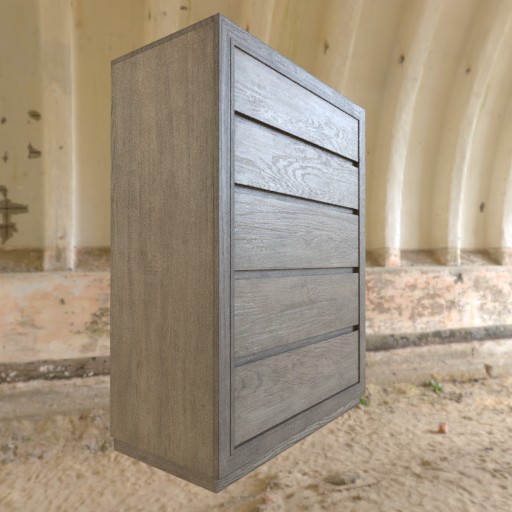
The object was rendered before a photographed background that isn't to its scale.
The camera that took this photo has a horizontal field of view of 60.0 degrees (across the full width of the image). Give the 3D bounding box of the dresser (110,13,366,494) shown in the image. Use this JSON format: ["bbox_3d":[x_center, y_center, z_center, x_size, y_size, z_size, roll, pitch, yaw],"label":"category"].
[{"bbox_3d":[0.000,0.000,1.711,0.483,1.295,0.967,0,-1,37],"label":"dresser"}]
